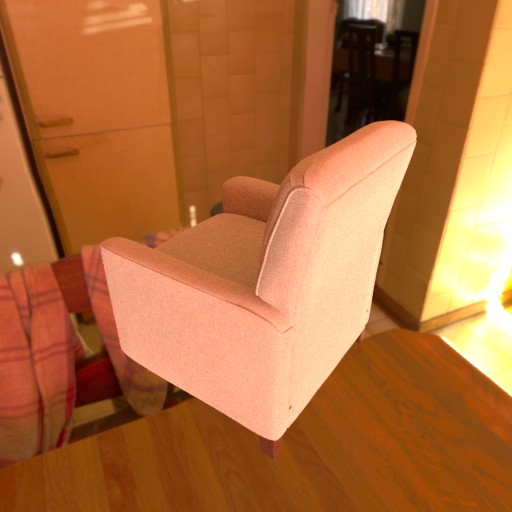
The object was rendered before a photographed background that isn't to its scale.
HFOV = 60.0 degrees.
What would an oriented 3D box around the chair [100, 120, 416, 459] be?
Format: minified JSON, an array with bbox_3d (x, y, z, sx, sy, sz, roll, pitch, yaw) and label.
[{"bbox_3d":[0.000,0.000,1.682,0.859,1.023,0.845,20,36,29],"label":"chair"}]
